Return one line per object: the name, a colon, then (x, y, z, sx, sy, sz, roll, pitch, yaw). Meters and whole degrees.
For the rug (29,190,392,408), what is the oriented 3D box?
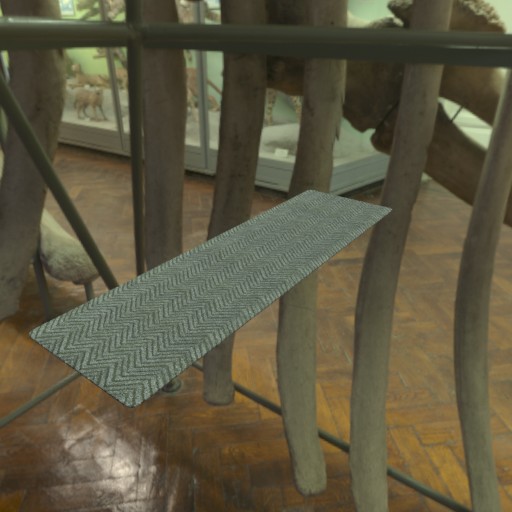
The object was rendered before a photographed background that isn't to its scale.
rug: (0.000, 0.000, 2.478, 0.686, 0.008, 2.286, 19, 33, 32)
